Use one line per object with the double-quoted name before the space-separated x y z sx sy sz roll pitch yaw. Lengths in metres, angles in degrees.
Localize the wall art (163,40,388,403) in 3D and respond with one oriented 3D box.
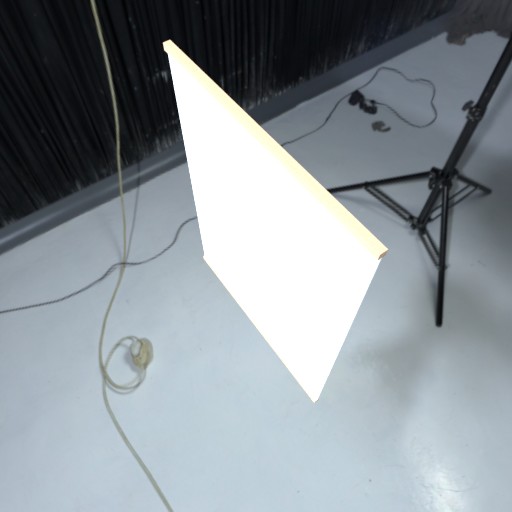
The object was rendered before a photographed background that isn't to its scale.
"wall art" 0.000 0.000 0.818 0.012 0.608 0.459 -31 63 -18
